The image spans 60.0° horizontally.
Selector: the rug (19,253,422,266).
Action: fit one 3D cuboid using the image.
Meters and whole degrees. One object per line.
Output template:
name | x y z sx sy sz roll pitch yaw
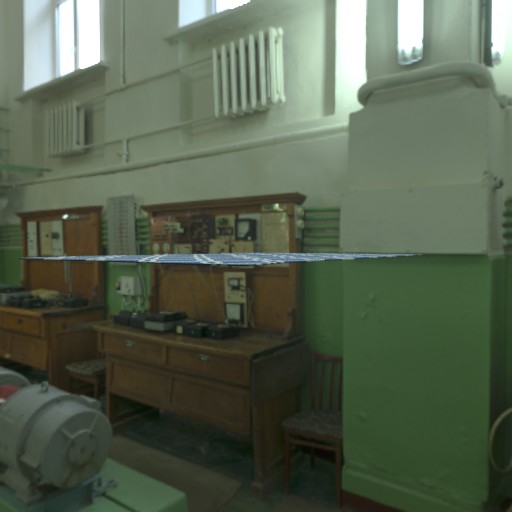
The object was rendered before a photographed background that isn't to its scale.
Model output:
rug | 0.000 0.000 2.185 1.153 0.010 1.755 1 2 35
